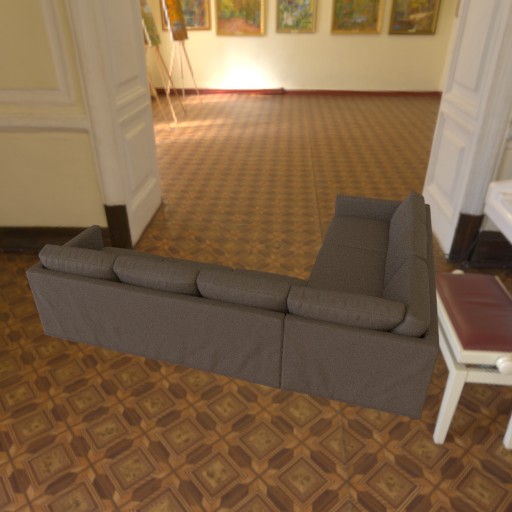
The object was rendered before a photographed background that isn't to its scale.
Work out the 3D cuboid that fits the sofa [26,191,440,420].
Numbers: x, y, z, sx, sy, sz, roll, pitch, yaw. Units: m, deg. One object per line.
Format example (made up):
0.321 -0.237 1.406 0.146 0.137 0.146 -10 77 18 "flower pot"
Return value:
0.000 0.000 4.303 3.182 0.871 2.432 9 31 15 "sofa"
